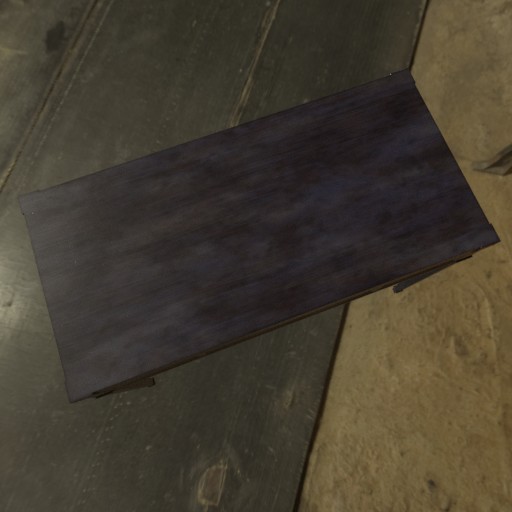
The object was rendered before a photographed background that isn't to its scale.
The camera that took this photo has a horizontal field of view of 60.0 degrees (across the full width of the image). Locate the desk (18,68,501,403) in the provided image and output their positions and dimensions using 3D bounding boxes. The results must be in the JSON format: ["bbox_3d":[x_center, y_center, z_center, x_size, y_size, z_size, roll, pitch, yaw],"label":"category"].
[{"bbox_3d":[0.000,0.000,1.723,1.289,0.861,0.630,-20,76,-5],"label":"desk"}]
